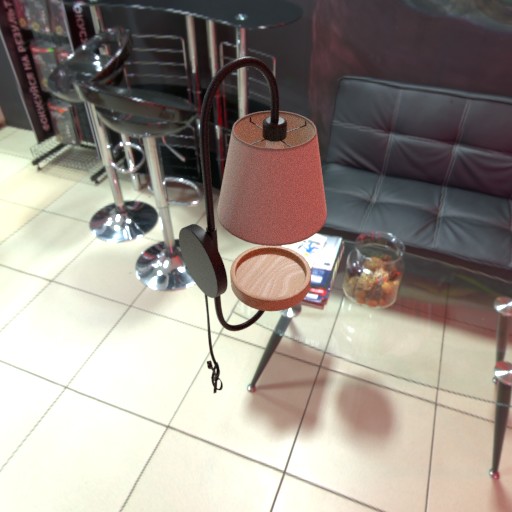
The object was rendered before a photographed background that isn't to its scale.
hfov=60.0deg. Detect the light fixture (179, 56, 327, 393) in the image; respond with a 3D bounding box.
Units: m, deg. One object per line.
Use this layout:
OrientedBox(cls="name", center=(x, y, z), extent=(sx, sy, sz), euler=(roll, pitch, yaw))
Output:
OrientedBox(cls="light fixture", center=(0.000, 0.000, 0.944), extent=(0.299, 0.821, 0.220), euler=(-26, 48, -26))
